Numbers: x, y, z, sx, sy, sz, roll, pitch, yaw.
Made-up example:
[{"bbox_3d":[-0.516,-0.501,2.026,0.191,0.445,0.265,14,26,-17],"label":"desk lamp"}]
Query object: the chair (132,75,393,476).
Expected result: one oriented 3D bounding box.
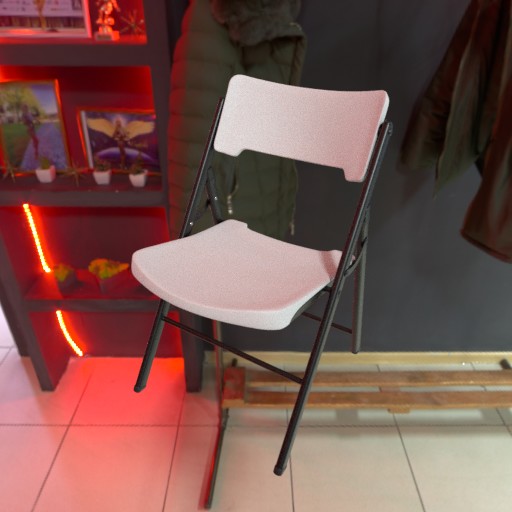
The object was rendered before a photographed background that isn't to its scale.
[{"bbox_3d":[0.000,0.000,1.121,0.482,0.765,0.577,18,36,27],"label":"chair"}]
